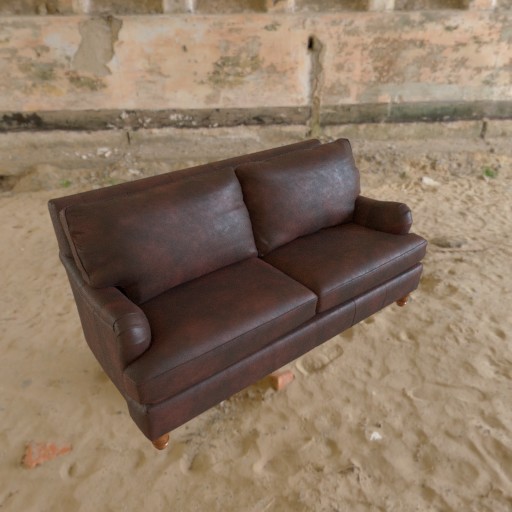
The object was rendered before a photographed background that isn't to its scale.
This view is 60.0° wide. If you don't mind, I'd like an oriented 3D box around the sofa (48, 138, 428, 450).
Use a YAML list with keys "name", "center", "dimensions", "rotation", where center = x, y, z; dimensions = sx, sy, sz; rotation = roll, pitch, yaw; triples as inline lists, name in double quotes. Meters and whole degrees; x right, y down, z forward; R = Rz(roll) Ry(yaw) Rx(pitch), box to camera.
- name: "sofa"
  center: [0.000, 0.000, 2.794]
  dimensions: [2.144, 1.071, 1.147]
  rotation: [-21, 36, -32]
